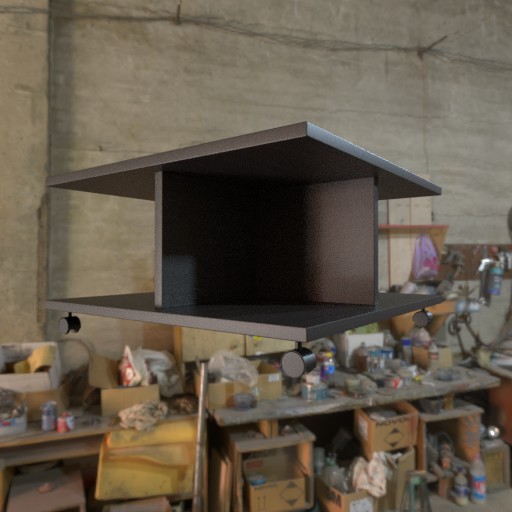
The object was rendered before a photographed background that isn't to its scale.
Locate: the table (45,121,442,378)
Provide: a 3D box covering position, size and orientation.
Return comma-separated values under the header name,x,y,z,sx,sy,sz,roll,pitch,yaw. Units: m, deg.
name,x,y,z,sx,sy,sz,roll,pitch,yaw
table,0.000,0.000,1.195,0.762,0.396,0.762,0,-1,37
